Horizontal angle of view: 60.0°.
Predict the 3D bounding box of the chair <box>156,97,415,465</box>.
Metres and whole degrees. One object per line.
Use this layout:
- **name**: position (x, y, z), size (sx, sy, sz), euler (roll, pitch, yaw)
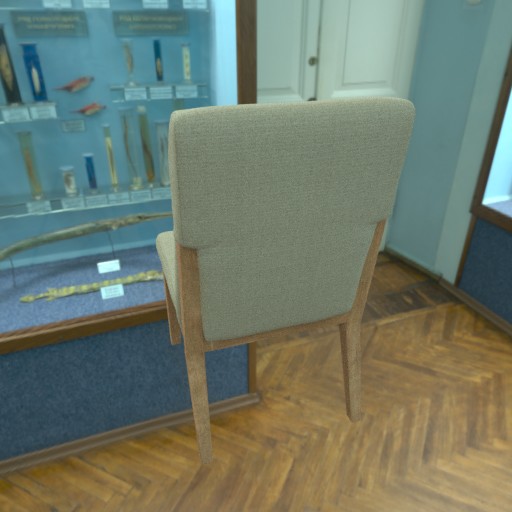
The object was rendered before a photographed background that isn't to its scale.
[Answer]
- **chair**: position (0.000, 0.000, 1.246), size (0.507, 0.911, 0.586), euler (-9, 30, -16)
